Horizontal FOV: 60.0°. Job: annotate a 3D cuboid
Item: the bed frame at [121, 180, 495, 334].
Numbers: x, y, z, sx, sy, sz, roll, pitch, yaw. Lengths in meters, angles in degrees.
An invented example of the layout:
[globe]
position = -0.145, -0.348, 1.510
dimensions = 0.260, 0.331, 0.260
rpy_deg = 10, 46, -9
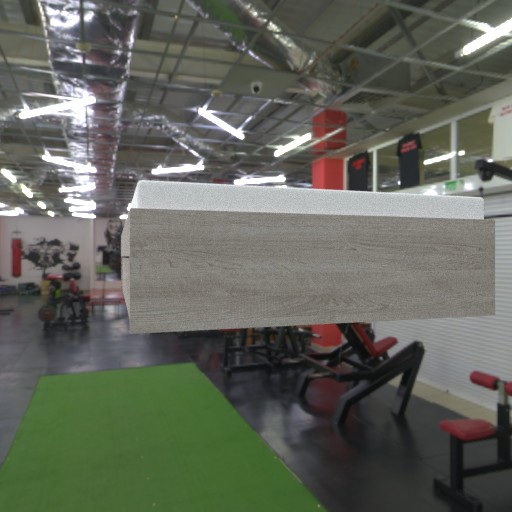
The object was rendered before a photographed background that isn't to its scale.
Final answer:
[bed frame]
position = 0.000, 0.000, 2.532
dimensions = 1.448, 0.490, 1.944
rpy_deg = 0, 0, -18
